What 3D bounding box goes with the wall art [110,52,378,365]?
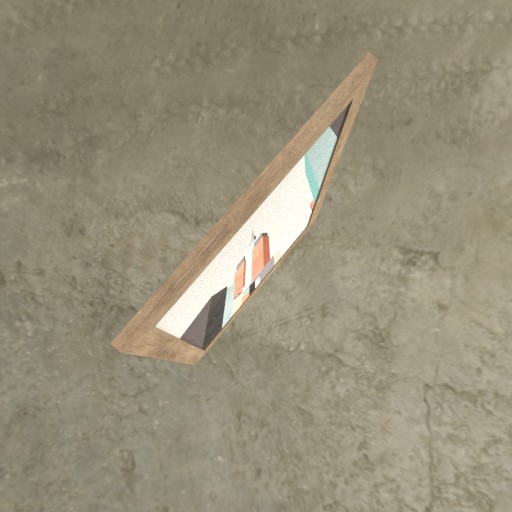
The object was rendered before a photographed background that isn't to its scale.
[{"bbox_3d":[0.000,0.000,0.916,0.018,0.686,0.534,38,78,9],"label":"wall art"}]
